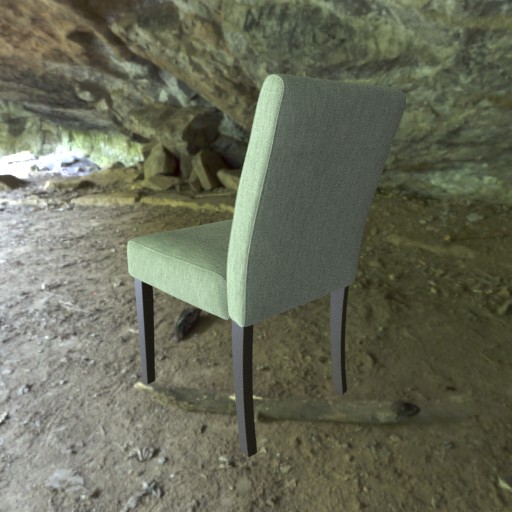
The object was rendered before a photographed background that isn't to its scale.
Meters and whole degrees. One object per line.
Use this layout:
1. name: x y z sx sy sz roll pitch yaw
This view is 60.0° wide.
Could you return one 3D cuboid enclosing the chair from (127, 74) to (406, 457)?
1. chair: 0.000 0.000 1.246 0.487 0.884 0.629 -15 22 -42
